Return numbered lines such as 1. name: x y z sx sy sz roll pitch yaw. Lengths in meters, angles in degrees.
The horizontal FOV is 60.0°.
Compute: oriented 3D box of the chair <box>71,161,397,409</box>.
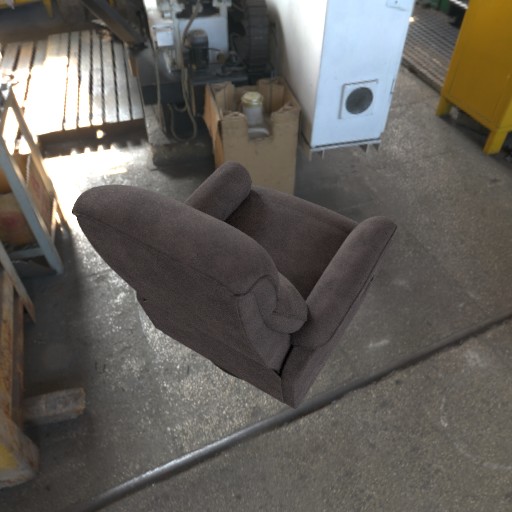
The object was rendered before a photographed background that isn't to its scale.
1. chair: 0.000 0.000 1.701 0.830 1.035 1.009 24 51 22
